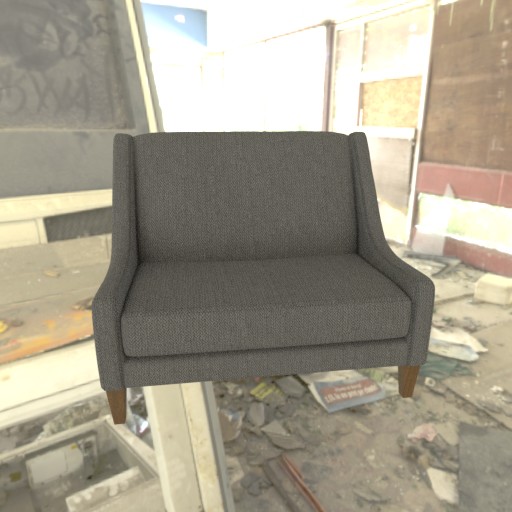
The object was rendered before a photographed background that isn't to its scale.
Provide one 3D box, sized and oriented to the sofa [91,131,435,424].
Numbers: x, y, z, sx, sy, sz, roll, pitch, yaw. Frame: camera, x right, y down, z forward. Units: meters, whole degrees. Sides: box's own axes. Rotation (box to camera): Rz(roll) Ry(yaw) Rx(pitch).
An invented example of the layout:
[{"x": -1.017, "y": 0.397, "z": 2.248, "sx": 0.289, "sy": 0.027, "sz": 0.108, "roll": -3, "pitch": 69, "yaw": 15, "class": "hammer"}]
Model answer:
[{"x": 0.000, "y": 0.000, "z": 1.922, "sx": 1.242, "sy": 1.022, "sz": 0.873, "roll": -2, "pitch": 18, "yaw": -8, "class": "sofa"}]
